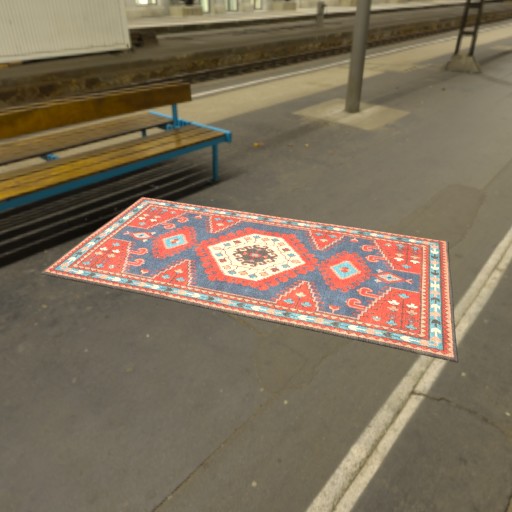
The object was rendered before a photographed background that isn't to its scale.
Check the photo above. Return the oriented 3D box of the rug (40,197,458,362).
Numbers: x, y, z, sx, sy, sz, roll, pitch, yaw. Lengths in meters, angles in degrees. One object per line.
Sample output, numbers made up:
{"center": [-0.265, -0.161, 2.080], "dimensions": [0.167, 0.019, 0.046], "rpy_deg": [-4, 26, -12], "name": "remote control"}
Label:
{"center": [0.000, 0.000, 3.649], "dimensions": [3.032, 0.034, 1.522], "rpy_deg": [10, 33, 15], "name": "rug"}
